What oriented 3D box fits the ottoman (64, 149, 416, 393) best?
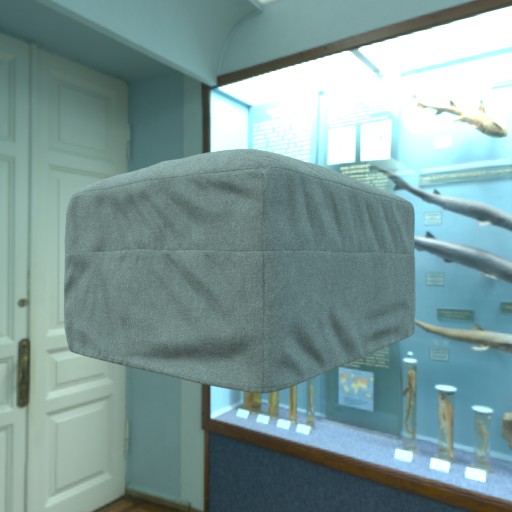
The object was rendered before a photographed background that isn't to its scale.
[{"bbox_3d":[0.000,0.000,1.259,0.683,0.481,0.837,-1,-1,37],"label":"ottoman"}]
